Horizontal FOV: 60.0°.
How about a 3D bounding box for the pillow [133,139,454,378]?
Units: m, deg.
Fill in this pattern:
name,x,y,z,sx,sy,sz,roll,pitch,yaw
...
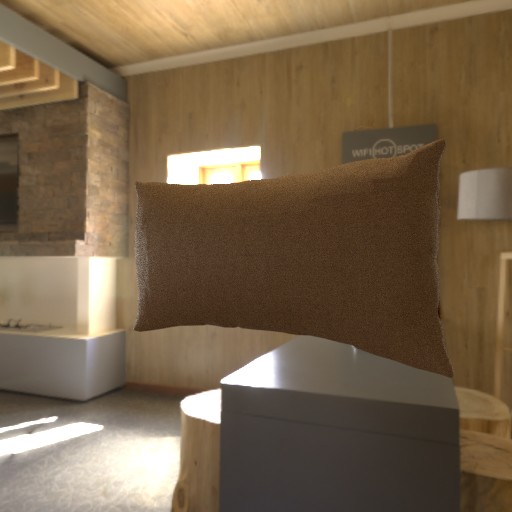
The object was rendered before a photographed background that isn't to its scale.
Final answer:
name,x,y,z,sx,sy,sz,roll,pitch,yaw
pillow,0.000,0.000,0.735,0.612,0.308,0.148,0,0,35
